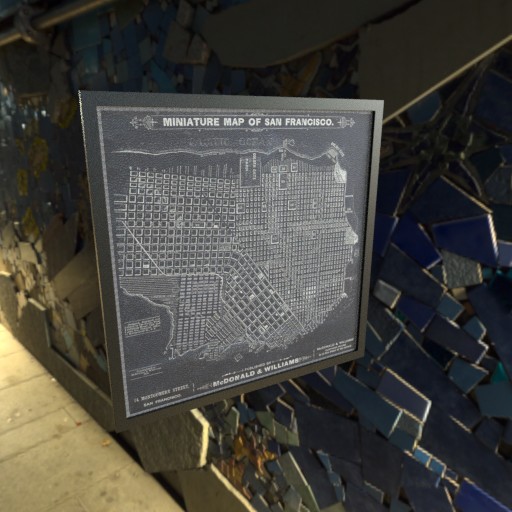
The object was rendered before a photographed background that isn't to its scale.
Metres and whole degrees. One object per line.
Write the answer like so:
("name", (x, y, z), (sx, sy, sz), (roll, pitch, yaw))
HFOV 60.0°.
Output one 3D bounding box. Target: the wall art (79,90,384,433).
("wall art", (0.000, 0.000, 1.189), (0.807, 0.807, 0.022), (-9, 19, -27))
